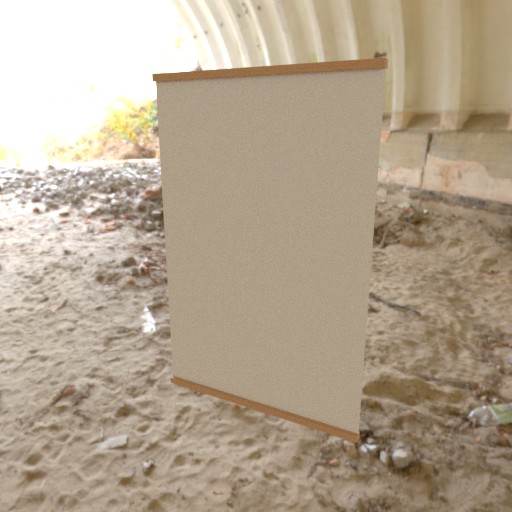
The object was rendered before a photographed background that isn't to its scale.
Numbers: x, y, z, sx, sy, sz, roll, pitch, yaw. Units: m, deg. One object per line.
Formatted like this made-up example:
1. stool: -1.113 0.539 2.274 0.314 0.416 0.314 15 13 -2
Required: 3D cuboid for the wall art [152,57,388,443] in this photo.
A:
1. wall art: 0.000 0.000 1.916 0.991 1.510 0.040 8 18 27
